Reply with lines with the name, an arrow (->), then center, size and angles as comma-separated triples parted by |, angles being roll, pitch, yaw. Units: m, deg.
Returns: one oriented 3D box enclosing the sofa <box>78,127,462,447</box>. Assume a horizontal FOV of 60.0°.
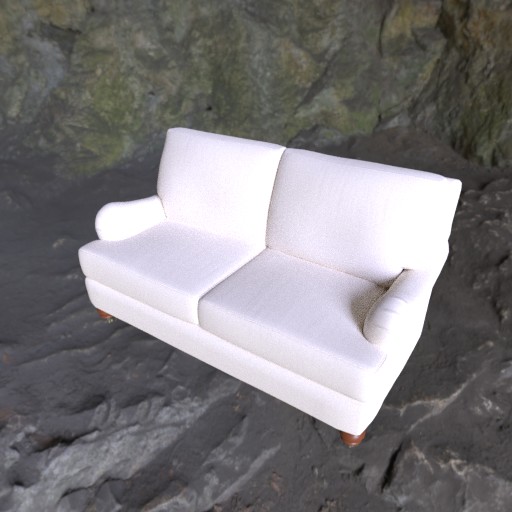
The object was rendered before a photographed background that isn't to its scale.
sofa -> 0.000, 0.000, 2.485 | 1.853, 1.101, 1.084 | 18, 35, 29
